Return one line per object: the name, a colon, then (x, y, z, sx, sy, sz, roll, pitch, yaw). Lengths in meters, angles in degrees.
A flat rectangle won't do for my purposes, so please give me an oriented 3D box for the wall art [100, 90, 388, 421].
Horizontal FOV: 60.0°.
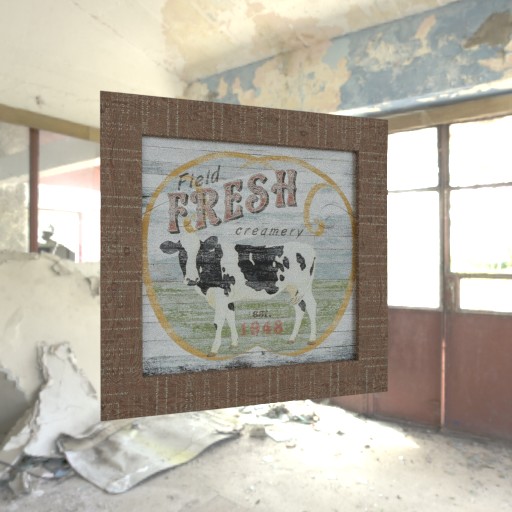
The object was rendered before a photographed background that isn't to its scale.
wall art: (0.000, 0.000, 0.802, 0.531, 0.531, 0.029, 0, 0, -17)
